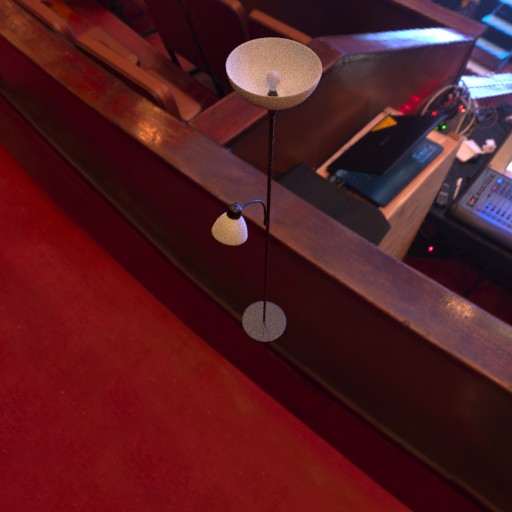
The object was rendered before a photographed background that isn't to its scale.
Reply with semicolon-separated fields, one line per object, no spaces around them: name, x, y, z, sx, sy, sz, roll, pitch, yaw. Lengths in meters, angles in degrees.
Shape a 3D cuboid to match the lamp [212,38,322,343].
lamp;0.000;0.000;1.975;0.279;1.804;0.442;32;63;18
